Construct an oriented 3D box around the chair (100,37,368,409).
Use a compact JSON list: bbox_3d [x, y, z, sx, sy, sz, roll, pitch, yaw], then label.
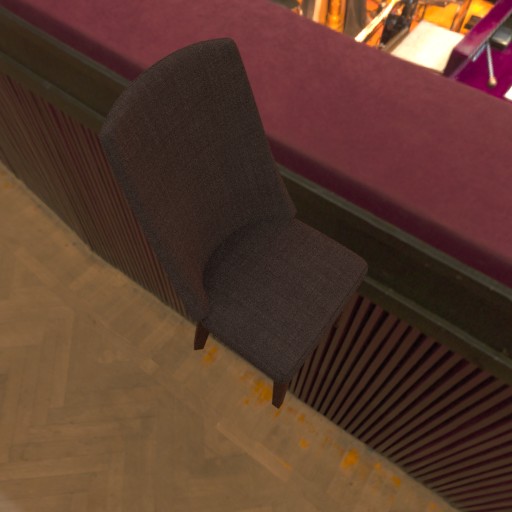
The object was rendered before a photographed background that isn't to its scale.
[{"bbox_3d":[0.000,0.000,1.329,0.577,1.050,0.510,33,64,19],"label":"chair"}]
